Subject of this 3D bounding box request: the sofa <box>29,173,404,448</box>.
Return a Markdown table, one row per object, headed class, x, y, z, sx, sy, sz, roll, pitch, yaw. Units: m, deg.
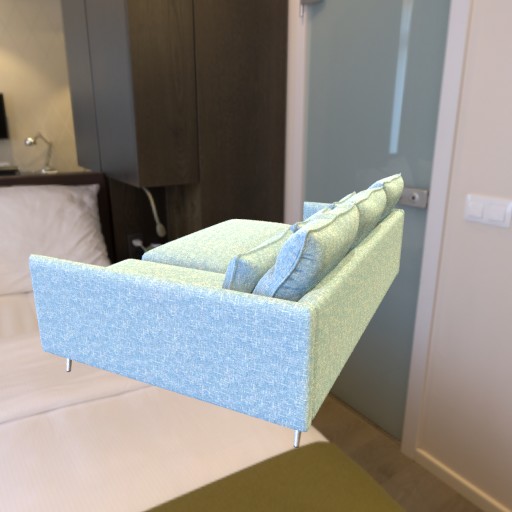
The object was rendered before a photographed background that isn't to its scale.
| class | x | y | z | sx | sy | sz | roll | pitch | yaw |
| --- | --- | --- | --- | --- | --- | --- | --- | --- | --- |
| sofa | 0.000 | 0.000 | 2.705 | 1.420 | 0.899 | 2.034 | 8 | 18 | 25 |
